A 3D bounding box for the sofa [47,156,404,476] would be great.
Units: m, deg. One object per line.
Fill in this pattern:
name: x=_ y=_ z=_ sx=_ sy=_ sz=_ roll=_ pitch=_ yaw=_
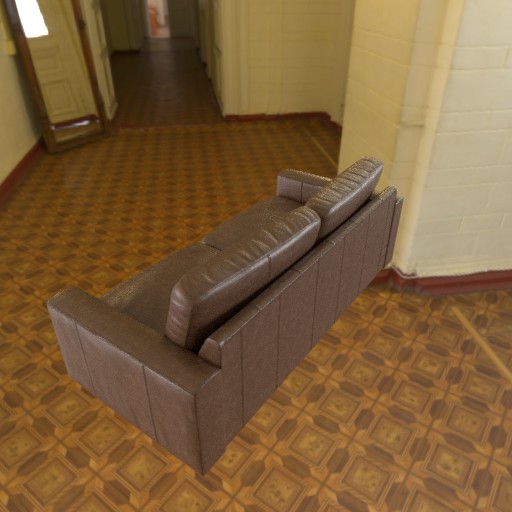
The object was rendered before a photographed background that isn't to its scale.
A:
sofa: x=0.000 y=0.000 z=2.703 sx=1.016 sy=0.873 sz=2.179 roll=21 pitch=38 yaw=30
